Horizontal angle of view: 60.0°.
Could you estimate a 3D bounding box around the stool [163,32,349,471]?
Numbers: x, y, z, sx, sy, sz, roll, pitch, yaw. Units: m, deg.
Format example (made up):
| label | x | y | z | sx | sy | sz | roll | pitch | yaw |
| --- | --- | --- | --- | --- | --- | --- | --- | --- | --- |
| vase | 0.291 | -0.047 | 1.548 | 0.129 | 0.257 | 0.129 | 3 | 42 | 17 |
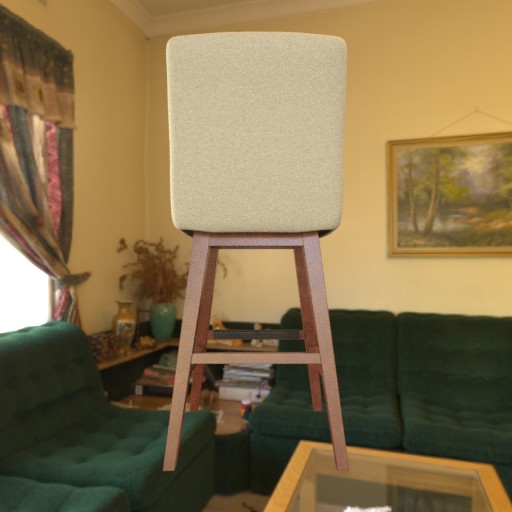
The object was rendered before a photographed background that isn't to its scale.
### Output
| label | x | y | z | sx | sy | sz | roll | pitch | yaw |
| --- | --- | --- | --- | --- | --- | --- | --- | --- | --- |
| stool | 0.000 | 0.000 | 1.340 | 0.470 | 1.092 | 0.559 | 0 | 0 | 0 |
